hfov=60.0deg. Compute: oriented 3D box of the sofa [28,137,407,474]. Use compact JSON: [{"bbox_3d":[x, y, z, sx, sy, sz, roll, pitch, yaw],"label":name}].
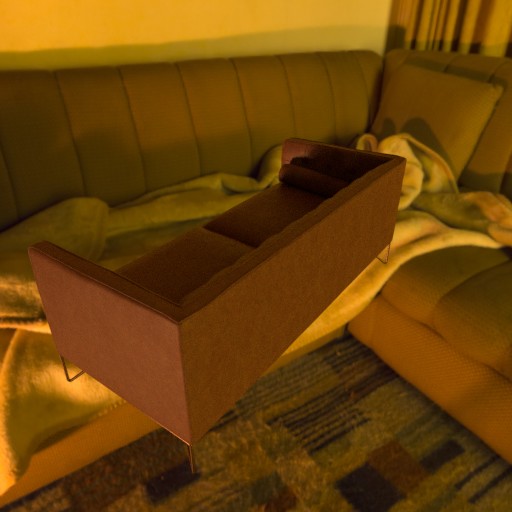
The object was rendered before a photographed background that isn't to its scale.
[{"bbox_3d":[0.000,0.000,2.525,0.912,0.798,2.079,20,36,30],"label":"sofa"}]
